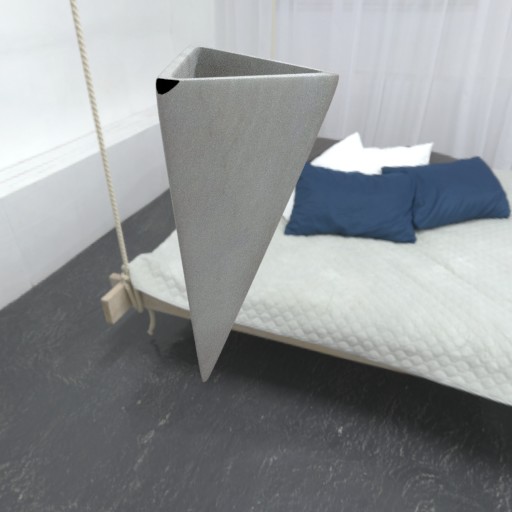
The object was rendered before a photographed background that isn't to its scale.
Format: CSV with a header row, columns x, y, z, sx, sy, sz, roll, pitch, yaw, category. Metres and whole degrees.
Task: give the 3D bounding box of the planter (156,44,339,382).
x,y,z,sx,sy,sz,roll,pitch,yaw,category
0.000,0.000,0.157,0.047,0.130,0.058,0,33,1,planter
